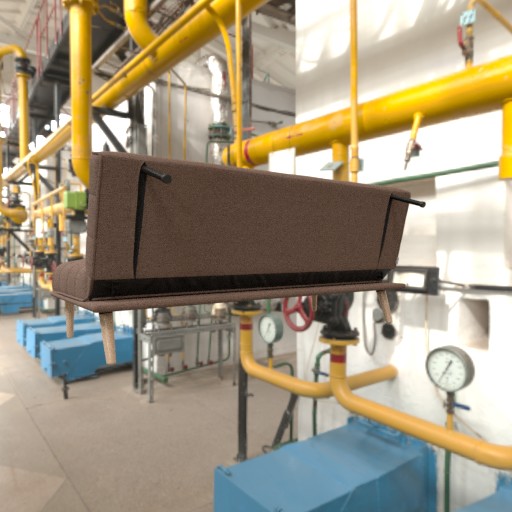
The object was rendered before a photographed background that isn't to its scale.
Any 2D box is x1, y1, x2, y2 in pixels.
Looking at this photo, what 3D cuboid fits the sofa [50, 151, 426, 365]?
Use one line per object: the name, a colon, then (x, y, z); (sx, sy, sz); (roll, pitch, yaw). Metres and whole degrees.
sofa: (0.000, 0.000, 2.337); (1.820, 0.810, 1.038); (-1, 1, -36)
